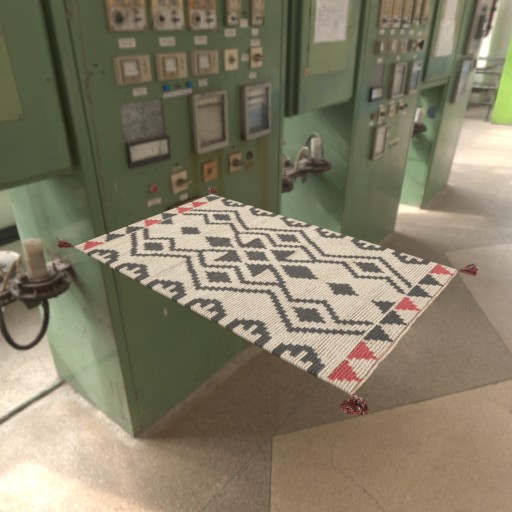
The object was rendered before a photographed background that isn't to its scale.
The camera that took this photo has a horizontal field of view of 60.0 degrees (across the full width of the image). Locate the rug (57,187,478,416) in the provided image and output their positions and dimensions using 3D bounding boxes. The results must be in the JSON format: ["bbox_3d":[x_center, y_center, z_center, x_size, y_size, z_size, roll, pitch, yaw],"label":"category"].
[{"bbox_3d":[0.000,0.000,3.273,2.672,0.066,1.741,21,35,34],"label":"rug"}]
